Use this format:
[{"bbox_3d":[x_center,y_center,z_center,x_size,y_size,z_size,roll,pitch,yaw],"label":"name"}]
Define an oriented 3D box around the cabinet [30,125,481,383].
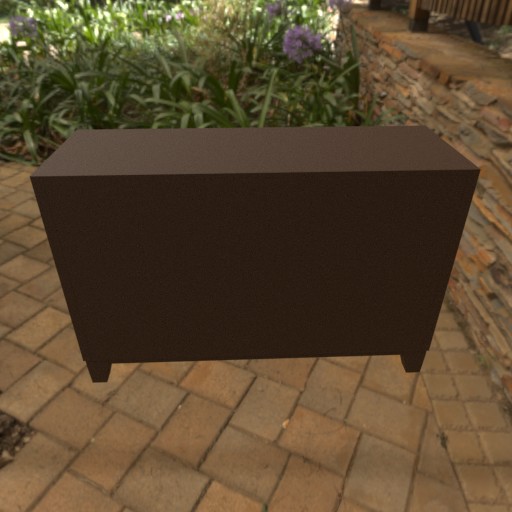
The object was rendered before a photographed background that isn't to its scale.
[{"bbox_3d":[0.000,0.000,1.818,1.396,0.914,0.482,-1,32,-2],"label":"cabinet"}]
